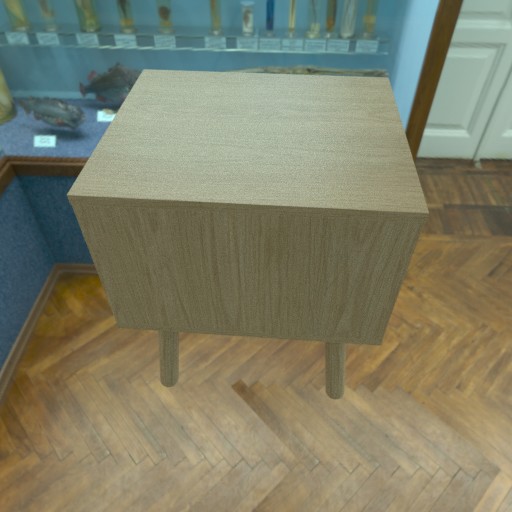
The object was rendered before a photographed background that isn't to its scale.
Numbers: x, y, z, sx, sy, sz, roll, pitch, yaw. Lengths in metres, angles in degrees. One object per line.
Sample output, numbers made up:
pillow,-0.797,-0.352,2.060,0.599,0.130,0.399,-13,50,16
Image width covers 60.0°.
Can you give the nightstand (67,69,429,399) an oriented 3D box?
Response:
nightstand,0.000,0.000,0.884,0.450,0.571,0.380,3,46,3
